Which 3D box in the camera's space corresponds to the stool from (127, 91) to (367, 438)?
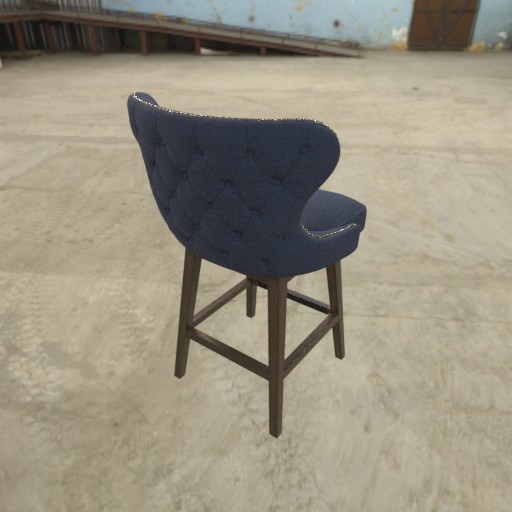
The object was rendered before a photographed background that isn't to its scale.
[{"bbox_3d":[0.000,0.000,1.377,0.615,0.972,0.597,20,36,31],"label":"stool"}]
